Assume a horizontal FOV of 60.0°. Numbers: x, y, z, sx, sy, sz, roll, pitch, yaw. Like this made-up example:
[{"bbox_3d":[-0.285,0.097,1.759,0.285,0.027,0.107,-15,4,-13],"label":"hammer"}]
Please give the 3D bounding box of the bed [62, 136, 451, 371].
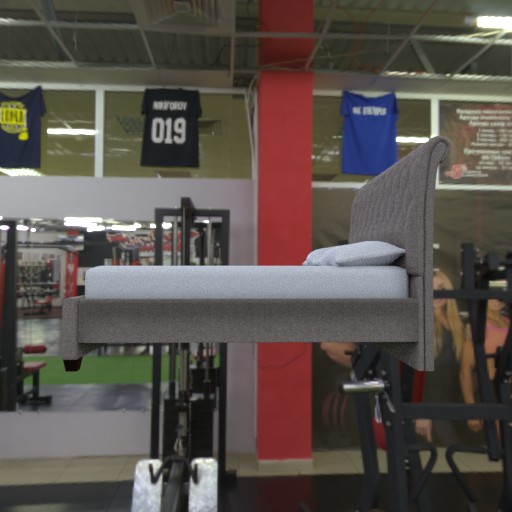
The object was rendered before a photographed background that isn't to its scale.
[{"bbox_3d":[0.000,0.000,3.367,2.252,1.371,1.645,0,-2,-1],"label":"bed"}]
